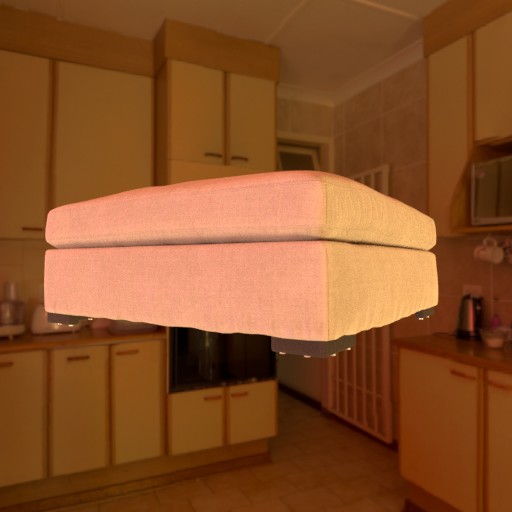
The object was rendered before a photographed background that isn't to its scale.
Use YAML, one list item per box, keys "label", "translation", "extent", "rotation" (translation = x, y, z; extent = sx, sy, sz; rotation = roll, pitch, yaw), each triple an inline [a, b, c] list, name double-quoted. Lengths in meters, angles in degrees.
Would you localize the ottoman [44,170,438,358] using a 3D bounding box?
- label: "ottoman"
  translation: [0.000, 0.000, 1.805]
  extent: [1.203, 0.517, 1.171]
  rotation: [-1, -1, 34]
